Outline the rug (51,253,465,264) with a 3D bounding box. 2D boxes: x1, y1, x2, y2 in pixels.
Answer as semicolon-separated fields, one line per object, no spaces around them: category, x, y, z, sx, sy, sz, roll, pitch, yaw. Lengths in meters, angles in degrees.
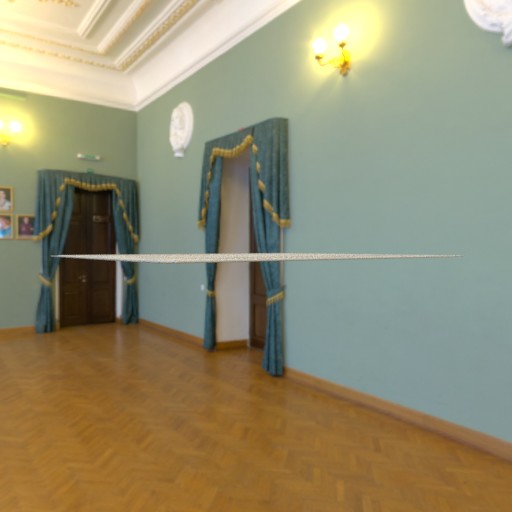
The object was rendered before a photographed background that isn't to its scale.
rug;0.000;0.000;3.962;2.940;0.013;2.312;-1;1;-37
